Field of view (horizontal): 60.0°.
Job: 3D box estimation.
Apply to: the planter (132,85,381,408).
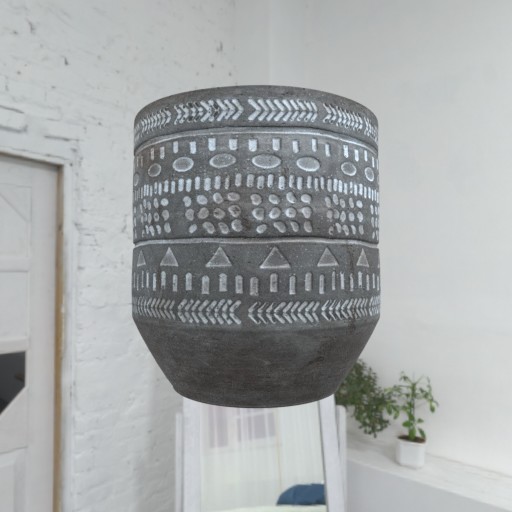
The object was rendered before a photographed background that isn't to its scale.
[{"bbox_3d":[0.000,0.000,0.263,0.142,0.149,0.142,0,-1,0],"label":"planter"}]
